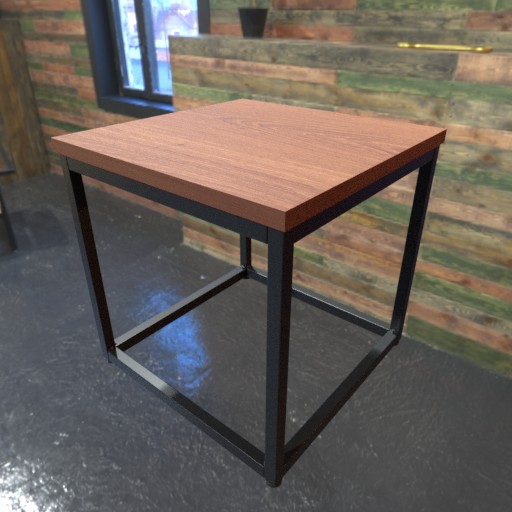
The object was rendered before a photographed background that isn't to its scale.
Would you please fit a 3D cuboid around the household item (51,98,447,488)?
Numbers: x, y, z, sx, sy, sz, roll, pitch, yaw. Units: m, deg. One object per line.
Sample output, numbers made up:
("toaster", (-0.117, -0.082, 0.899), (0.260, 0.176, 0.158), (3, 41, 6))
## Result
("household item", (0.000, 0.000, 0.728), (0.400, 0.400, 0.400), (22, 36, 34))
